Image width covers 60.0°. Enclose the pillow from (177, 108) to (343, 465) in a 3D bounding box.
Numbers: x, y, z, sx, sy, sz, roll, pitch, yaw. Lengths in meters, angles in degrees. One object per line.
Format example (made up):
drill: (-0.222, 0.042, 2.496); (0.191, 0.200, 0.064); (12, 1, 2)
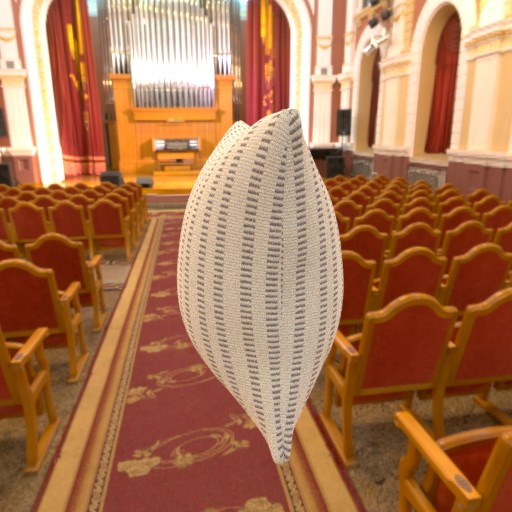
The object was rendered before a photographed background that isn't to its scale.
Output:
pillow: (0.000, 0.000, 0.694); (0.247, 0.419, 0.438); (-2, 15, -9)
